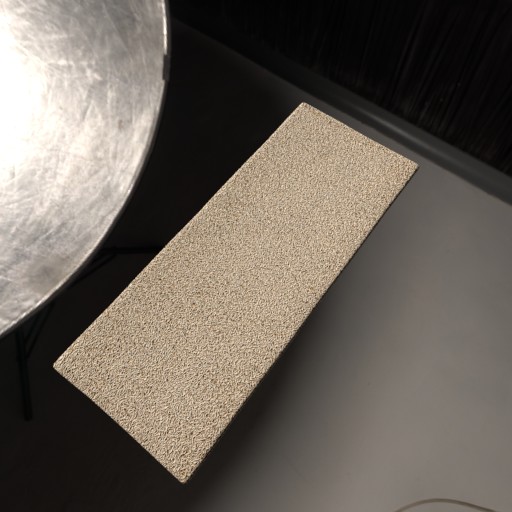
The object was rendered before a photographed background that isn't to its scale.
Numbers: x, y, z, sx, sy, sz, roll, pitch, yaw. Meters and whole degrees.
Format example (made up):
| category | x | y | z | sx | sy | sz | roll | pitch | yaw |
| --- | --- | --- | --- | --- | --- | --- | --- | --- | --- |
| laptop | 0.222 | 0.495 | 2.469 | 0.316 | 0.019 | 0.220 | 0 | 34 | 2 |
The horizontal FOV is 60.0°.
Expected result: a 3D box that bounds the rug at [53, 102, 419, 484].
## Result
| category | x | y | z | sx | sy | sz | roll | pitch | yaw |
| --- | --- | --- | --- | --- | --- | --- | --- | --- | --- |
| rug | 0.000 | 0.000 | 1.714 | 0.609 | 0.030 | 1.524 | 34 | 69 | 15 |
